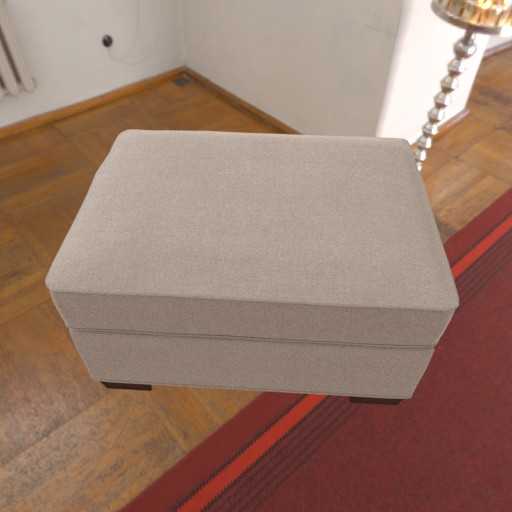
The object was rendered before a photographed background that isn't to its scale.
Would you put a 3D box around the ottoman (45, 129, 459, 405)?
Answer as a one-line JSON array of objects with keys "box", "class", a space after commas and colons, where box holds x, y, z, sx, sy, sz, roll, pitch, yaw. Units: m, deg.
[{"box": [0.000, 0.000, 1.224, 0.846, 0.503, 0.617, 3, 47, 2], "class": "ottoman"}]
